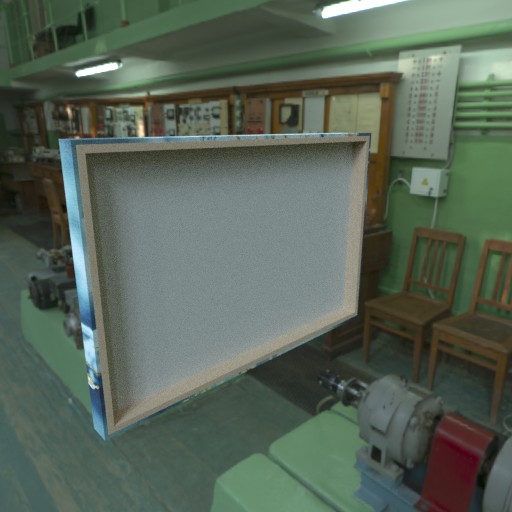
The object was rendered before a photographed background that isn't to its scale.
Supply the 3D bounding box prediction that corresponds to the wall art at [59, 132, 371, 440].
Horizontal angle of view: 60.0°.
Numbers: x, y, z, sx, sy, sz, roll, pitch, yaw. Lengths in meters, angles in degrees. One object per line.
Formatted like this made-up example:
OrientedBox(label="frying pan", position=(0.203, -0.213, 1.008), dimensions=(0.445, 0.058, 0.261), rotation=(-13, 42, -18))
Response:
OrientedBox(label="wall art", position=(0.000, 0.000, 0.770), dimensions=(0.607, 0.405, 0.036), rotation=(-15, 22, -41))
